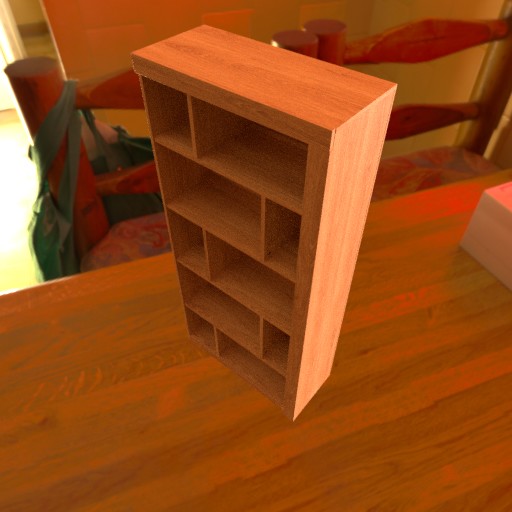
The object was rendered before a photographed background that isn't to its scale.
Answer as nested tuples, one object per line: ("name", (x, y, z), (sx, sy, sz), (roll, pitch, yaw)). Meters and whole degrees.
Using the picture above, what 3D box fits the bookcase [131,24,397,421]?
("bookcase", (0.000, 0.000, 2.384), (0.950, 2.020, 0.420), (30, 53, 27))
